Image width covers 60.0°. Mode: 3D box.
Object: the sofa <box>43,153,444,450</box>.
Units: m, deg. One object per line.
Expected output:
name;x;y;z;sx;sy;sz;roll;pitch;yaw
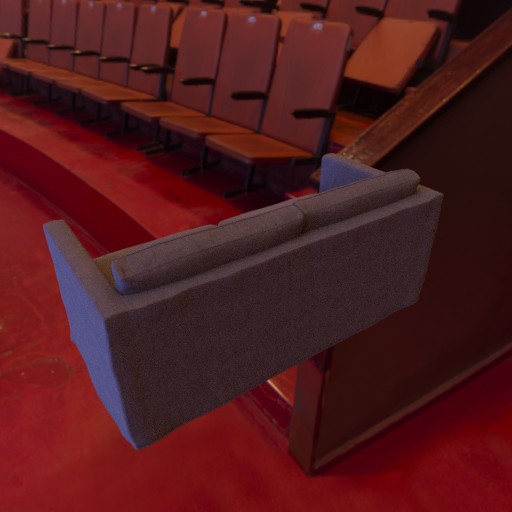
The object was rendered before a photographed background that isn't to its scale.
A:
sofa;0.000;0.000;2.486;1.982;0.855;0.953;-20;36;-30
